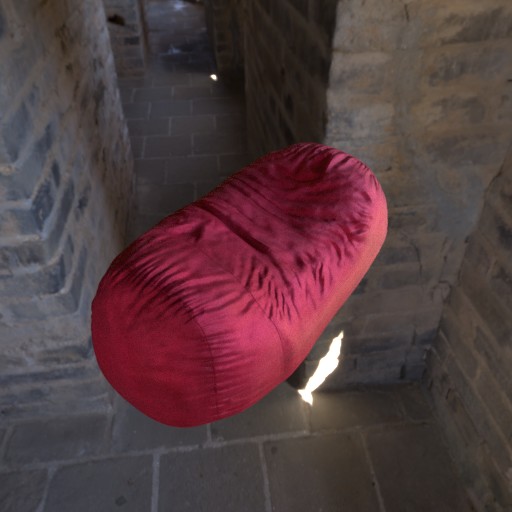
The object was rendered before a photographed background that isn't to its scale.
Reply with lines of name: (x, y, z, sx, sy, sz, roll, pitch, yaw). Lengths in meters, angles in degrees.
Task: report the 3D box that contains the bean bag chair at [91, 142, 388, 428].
bean bag chair: (0.000, 0.000, 2.853, 1.216, 0.867, 2.293, 26, 47, 27)
